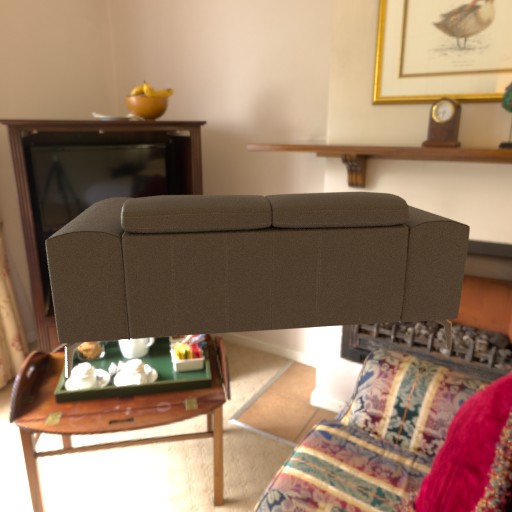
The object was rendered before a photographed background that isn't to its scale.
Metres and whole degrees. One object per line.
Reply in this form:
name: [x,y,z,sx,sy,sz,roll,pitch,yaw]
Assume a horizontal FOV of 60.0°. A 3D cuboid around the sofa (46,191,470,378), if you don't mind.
sofa: [0.000,0.000,2.444,1.895,0.779,1.003,-2,16,-8]
